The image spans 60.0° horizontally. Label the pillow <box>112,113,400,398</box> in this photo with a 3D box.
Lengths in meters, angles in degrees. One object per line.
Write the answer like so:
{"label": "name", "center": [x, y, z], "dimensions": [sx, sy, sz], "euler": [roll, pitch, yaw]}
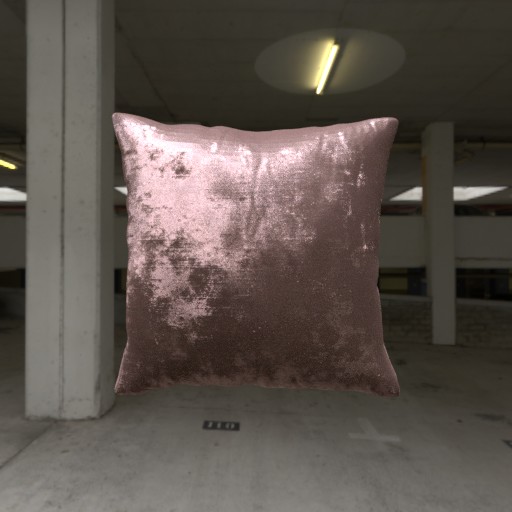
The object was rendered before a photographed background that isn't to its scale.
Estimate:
{"label": "pillow", "center": [0.000, 0.000, 0.727], "dimensions": [0.470, 0.464, 0.175], "euler": [0, -1, 0]}
